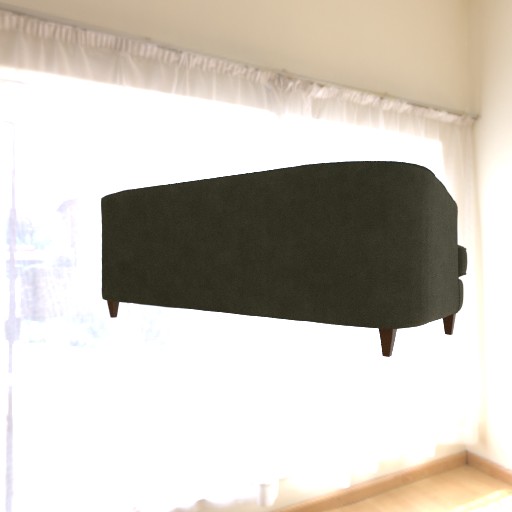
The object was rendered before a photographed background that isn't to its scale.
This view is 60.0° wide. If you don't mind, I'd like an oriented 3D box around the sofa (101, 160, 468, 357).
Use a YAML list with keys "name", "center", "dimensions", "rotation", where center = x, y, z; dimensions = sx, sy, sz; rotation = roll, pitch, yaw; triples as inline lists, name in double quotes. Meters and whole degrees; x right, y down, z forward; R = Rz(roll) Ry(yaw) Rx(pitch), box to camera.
- name: "sofa"
  center: [0.000, 0.000, 2.770]
  dimensions: [2.278, 0.855, 0.941]
  rotation: [0, 0, 37]
